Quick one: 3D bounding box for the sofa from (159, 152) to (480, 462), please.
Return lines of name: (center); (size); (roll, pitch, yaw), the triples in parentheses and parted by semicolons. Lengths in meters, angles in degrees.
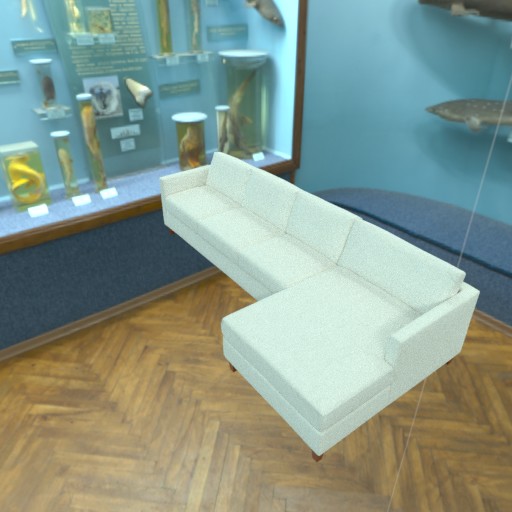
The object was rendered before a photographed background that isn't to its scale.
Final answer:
sofa: (0.000, 0.000, 4.179); (1.606, 0.954, 3.471); (-21, 38, -30)
